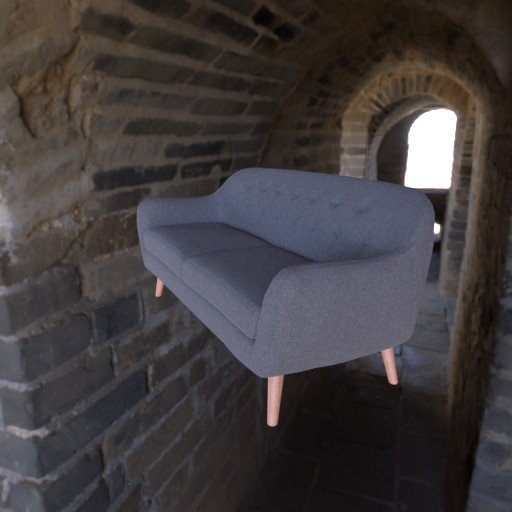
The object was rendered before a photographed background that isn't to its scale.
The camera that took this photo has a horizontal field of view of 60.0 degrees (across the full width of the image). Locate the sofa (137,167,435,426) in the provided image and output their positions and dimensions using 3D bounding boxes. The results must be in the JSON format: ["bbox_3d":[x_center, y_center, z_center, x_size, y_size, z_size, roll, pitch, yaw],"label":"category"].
[{"bbox_3d":[0.000,0.000,2.286,0.820,0.820,1.840,-8,17,-26],"label":"sofa"}]
